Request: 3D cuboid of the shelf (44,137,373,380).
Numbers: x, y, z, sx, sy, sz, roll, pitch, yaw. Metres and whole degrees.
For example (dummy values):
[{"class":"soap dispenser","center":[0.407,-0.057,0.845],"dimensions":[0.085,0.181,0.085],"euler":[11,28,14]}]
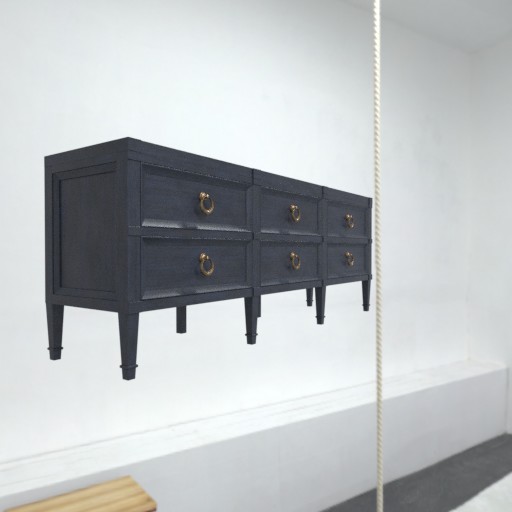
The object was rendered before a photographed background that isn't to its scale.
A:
[{"class":"shelf","center":[0.000,0.000,2.181],"dimensions":[0.471,0.715,1.878],"euler":[1,1,36]}]
